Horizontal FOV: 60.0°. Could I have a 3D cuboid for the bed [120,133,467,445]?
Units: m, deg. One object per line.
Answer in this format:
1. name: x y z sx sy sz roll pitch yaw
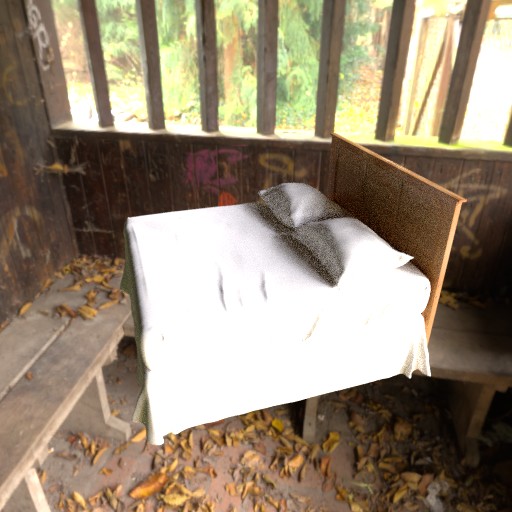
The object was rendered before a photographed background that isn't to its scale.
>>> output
1. bed: 0.000 0.000 3.253 2.035 1.273 1.870 -9 30 -15
